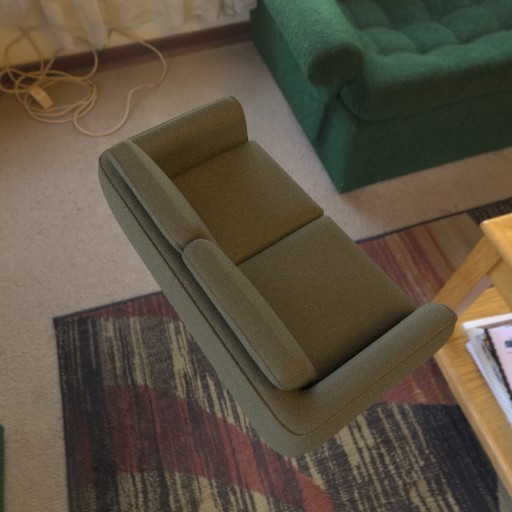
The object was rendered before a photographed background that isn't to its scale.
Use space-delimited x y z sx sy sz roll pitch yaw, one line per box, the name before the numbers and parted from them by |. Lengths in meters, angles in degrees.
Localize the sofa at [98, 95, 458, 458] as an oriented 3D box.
sofa | 0.000 0.000 2.172 0.920 0.850 1.700 -31 63 -18
